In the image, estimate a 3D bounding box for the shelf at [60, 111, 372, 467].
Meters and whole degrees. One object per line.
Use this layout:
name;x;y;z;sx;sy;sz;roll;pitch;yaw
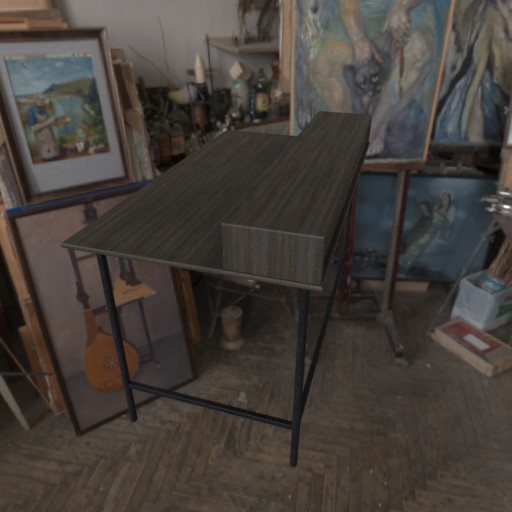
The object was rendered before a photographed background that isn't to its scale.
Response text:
shelf;0.000;0.000;1.718;0.685;0.865;1.212;9;31;15
